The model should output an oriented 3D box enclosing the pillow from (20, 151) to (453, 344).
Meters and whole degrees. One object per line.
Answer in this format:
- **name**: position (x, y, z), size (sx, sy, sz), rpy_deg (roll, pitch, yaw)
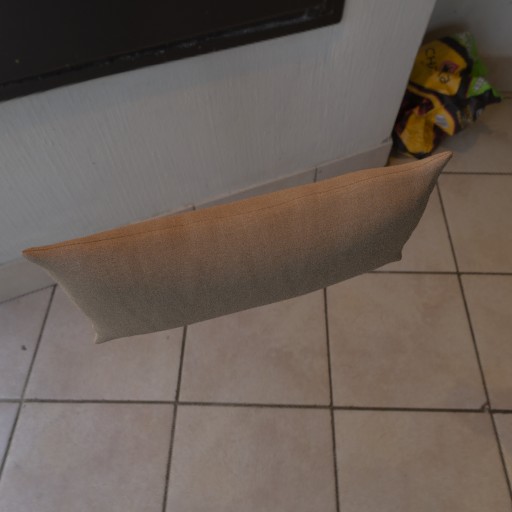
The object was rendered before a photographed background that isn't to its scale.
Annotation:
- **pillow**: position (0.000, 0.000, 0.720), size (0.612, 0.308, 0.148), rpy_deg (-15, 60, -9)
